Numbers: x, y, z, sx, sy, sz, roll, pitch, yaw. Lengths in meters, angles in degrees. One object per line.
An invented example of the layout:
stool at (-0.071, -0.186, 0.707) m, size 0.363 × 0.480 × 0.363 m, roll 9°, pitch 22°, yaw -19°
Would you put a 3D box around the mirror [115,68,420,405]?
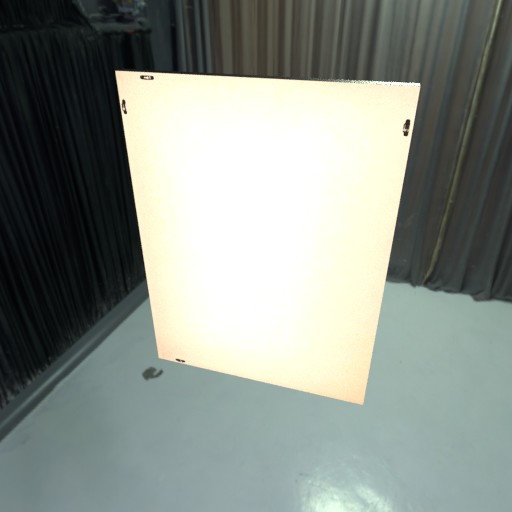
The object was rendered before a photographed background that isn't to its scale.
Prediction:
mirror at (0.000, 0.000, 1.338) m, size 0.762 × 1.016 × 0.040 m, roll 9°, pitch 32°, yaw 15°
